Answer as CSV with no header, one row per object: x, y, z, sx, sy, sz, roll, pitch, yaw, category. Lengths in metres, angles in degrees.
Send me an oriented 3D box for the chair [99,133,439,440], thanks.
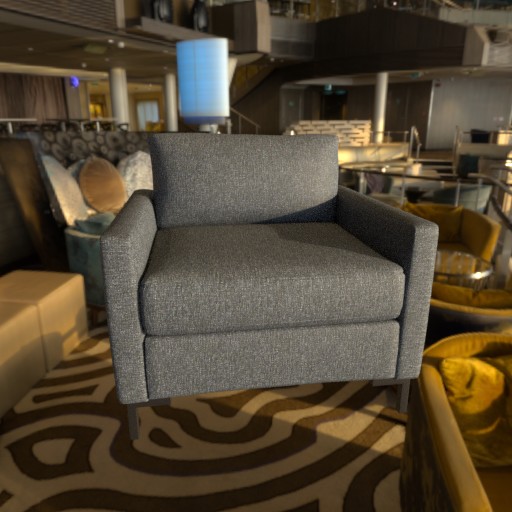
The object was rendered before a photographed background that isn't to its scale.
0.000,0.000,1.630,0.963,0.861,0.866,-3,17,-8,chair
